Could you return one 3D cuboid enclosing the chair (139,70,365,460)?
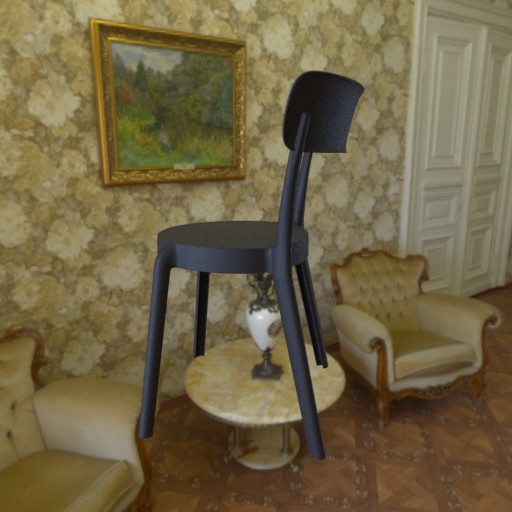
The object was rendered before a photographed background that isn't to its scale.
[{"bbox_3d":[0.000,0.000,1.119,0.491,0.790,0.506,2,13,10],"label":"chair"}]
